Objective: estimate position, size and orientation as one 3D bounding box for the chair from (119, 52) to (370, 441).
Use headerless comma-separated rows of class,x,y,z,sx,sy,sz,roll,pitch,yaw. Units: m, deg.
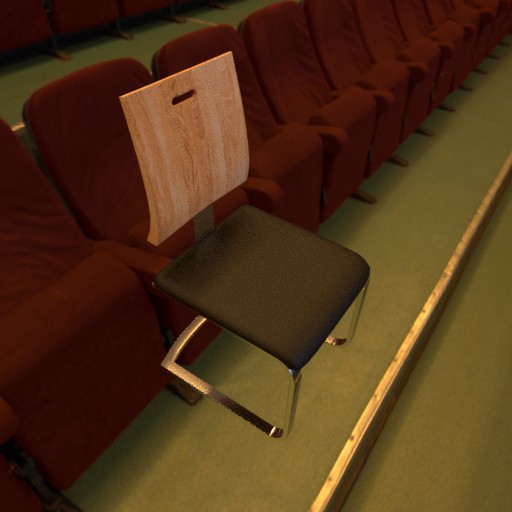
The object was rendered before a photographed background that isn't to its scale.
chair,0.000,0.000,1.254,0.560,0.936,0.462,24,46,26
